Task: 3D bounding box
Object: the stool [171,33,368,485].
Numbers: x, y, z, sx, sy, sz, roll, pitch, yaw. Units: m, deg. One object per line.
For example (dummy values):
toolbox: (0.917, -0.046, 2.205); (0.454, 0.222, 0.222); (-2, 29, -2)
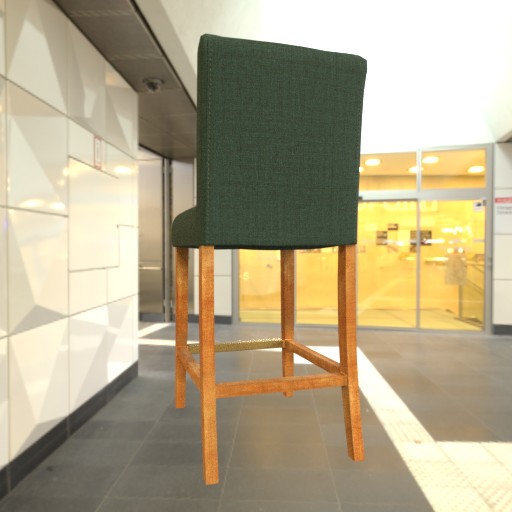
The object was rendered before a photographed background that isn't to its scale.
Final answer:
stool: (0.000, 0.000, 1.327); (0.454, 1.039, 0.567); (0, 1, -17)
